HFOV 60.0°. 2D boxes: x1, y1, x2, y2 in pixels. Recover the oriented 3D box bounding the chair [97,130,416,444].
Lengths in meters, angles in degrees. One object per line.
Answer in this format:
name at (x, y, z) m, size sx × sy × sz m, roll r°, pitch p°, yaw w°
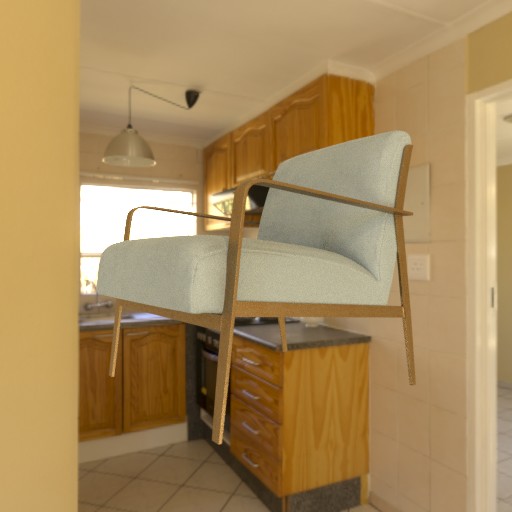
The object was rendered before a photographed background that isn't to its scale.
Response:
chair at (0.000, 0.000, 1.429) m, size 0.842 × 0.824 × 0.701 m, roll 0°, pitch 0°, yaw -37°
